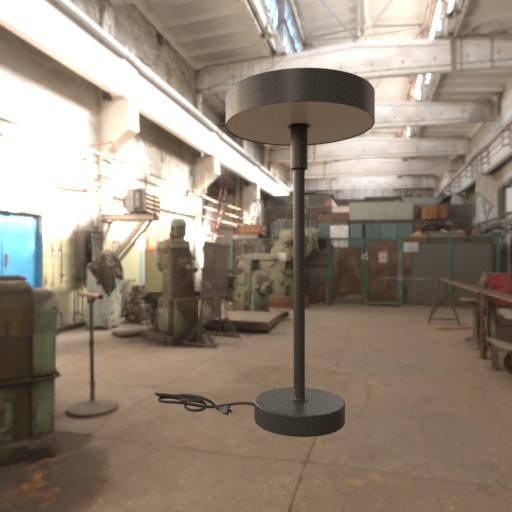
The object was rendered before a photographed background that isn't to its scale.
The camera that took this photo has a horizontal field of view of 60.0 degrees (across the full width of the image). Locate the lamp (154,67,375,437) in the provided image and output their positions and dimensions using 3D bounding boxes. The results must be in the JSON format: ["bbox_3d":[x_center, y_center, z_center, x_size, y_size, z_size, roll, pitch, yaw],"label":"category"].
[{"bbox_3d":[0.000,0.000,0.712,0.369,0.508,0.229,0,0,17],"label":"lamp"}]
